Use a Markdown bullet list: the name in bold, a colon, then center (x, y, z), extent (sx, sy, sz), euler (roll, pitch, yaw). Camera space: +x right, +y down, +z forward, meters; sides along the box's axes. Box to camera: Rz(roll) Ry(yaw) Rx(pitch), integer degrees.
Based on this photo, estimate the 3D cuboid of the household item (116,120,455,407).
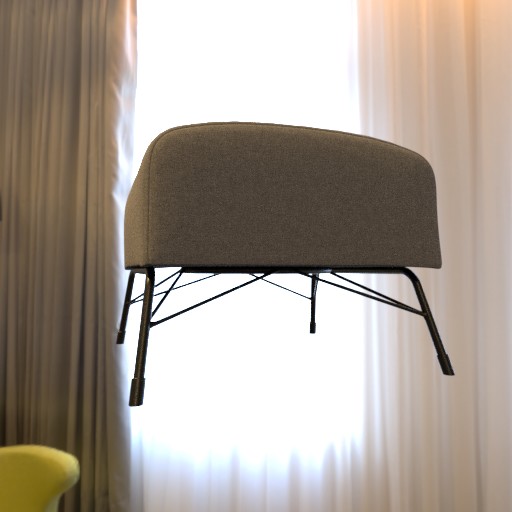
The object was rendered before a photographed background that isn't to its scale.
- **household item**: center (0.000, 0.000, 0.911), extent (0.530, 0.410, 0.530), euler (1, -2, -19)
